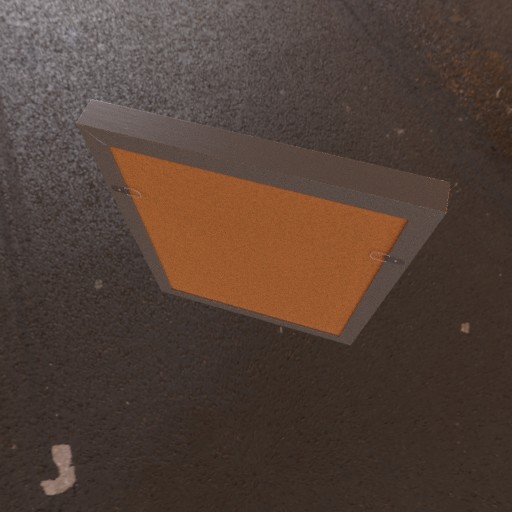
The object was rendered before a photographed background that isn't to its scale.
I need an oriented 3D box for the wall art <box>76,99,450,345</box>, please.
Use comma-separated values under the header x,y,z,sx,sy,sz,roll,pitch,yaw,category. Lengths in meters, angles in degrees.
x,y,z,sx,sy,sz,roll,pitch,yaw,category
0.000,0.000,0.529,0.308,0.379,0.030,15,65,7,wall art
